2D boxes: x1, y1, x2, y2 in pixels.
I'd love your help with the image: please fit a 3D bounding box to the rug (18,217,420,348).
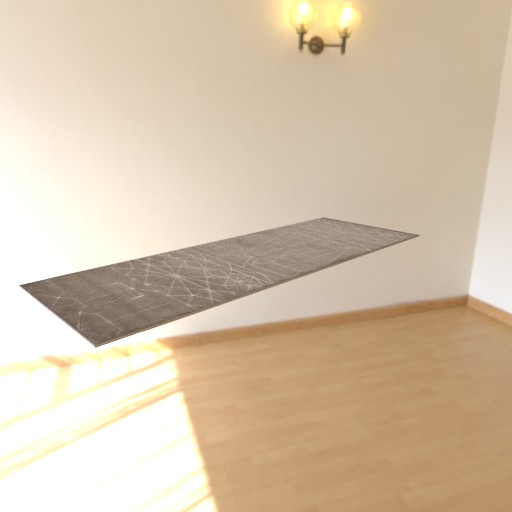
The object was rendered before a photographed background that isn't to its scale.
[{"bbox_3d":[0.000,0.000,2.655,2.388,0.012,0.864,-15,22,-41],"label":"rug"}]
